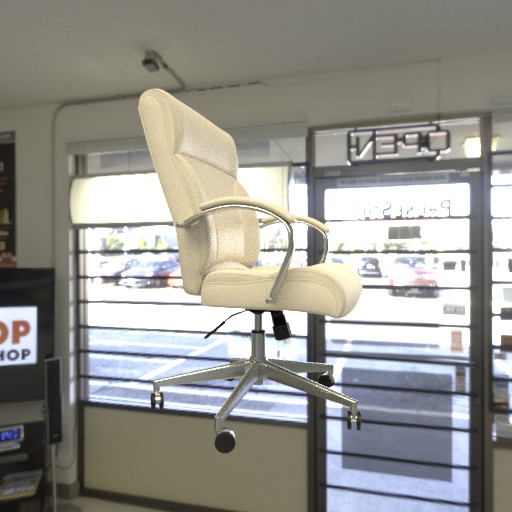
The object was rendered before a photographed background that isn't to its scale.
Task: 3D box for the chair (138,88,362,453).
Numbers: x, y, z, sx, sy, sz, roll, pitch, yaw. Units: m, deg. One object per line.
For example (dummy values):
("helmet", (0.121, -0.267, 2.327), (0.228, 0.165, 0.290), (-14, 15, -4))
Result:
("chair", (0.000, 0.000, 1.578), (0.745, 1.099, 0.727), (0, 0, 18))
